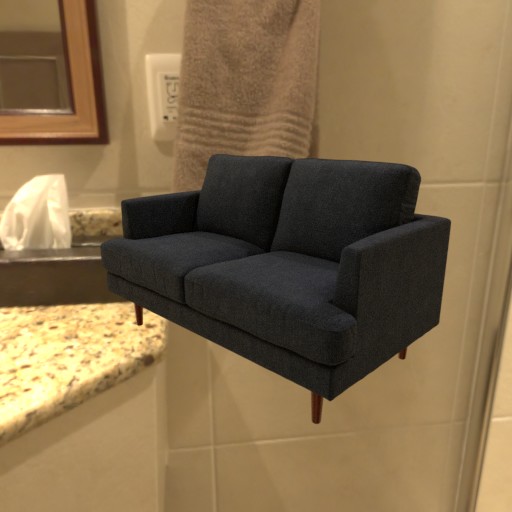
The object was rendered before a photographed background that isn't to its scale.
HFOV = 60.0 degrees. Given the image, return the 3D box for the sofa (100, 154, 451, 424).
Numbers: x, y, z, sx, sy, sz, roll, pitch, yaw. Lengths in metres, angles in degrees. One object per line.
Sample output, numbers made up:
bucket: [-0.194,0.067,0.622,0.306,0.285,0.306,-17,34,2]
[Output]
sofa: [0.000,0.000,2.210,1.582,0.944,0.903,15,22,42]
